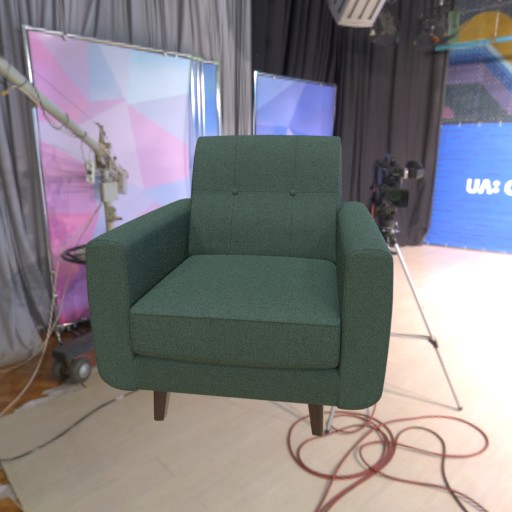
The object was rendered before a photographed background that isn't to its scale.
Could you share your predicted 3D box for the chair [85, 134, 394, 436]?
[{"bbox_3d":[0.000,0.000,1.581,0.831,0.841,0.909,2,15,8],"label":"chair"}]
